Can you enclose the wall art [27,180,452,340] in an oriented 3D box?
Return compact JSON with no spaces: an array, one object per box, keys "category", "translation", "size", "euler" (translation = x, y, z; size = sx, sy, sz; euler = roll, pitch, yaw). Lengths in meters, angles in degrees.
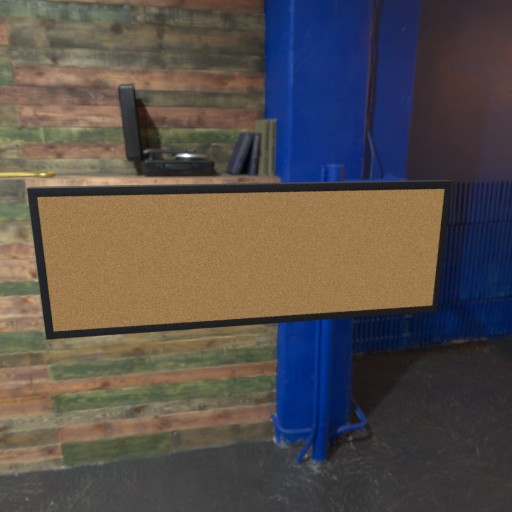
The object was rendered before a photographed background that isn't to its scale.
[{"category":"wall art","translation":[0.000,0.000,1.710],"size":[1.572,0.554,0.041],"euler":[-3,15,-10]}]
